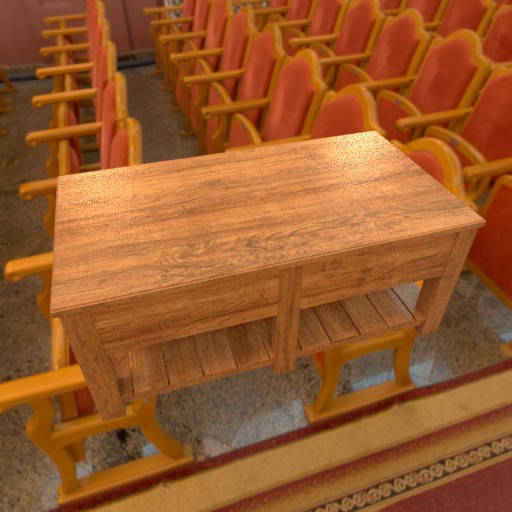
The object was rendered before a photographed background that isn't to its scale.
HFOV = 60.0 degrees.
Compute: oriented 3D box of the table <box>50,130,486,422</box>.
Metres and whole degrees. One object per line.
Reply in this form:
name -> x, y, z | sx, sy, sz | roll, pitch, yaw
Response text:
table -> 0.000, 0.000, 1.490 | 1.150, 0.480, 0.635 | -12, 41, -13
